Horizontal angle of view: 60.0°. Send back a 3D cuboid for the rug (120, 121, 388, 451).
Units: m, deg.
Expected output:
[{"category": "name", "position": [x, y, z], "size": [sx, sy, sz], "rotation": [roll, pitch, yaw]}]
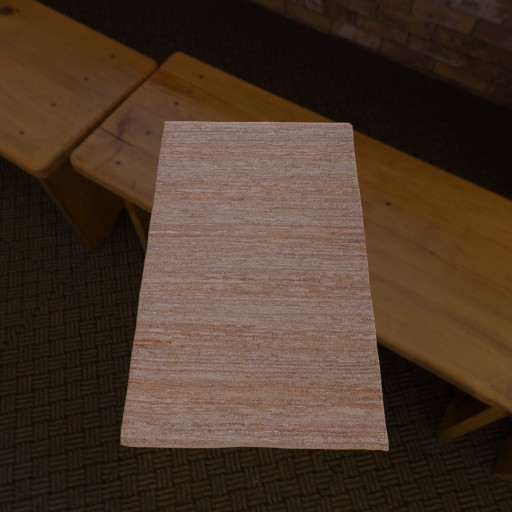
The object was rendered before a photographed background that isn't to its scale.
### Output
[{"category": "rug", "position": [0.000, 0.000, 3.052], "size": [1.529, 0.009, 2.446], "rotation": [1, 63, 0]}]
